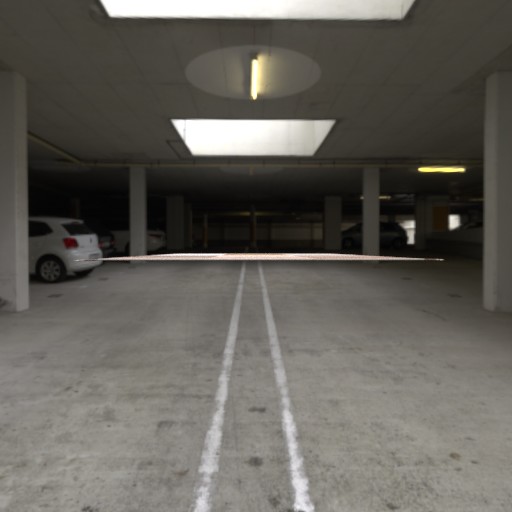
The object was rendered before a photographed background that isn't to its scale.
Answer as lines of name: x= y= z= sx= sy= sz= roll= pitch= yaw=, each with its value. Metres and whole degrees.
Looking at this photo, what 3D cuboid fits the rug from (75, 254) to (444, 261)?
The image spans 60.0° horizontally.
rug: x=0.000 y=0.000 z=2.428 sx=1.268 sy=0.007 sz=1.918 roll=0 pitch=1 yaw=-1
